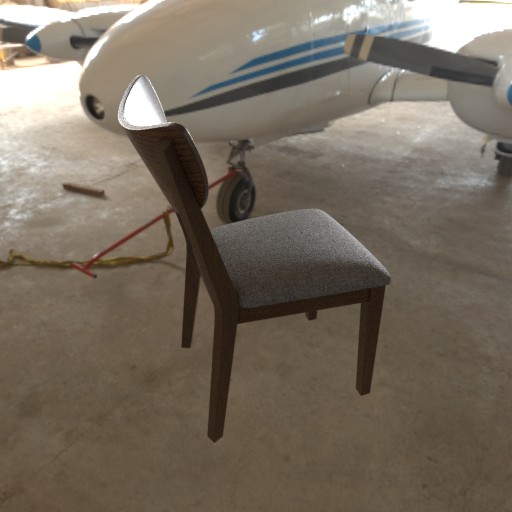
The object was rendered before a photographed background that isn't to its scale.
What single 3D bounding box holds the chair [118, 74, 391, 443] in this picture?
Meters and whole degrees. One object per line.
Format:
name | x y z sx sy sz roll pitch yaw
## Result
chair | 0.000 0.000 1.169 0.583 0.849 0.491 -10 33 -16
